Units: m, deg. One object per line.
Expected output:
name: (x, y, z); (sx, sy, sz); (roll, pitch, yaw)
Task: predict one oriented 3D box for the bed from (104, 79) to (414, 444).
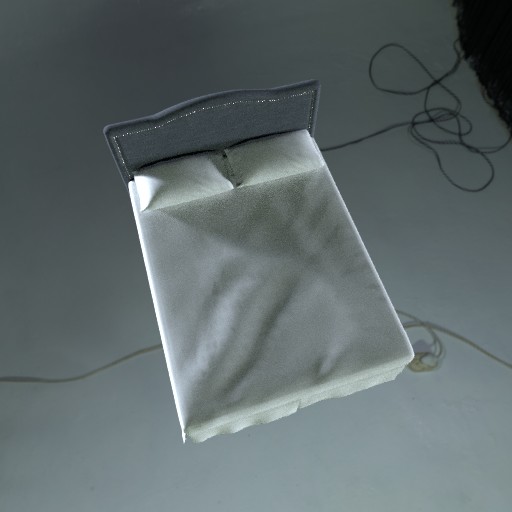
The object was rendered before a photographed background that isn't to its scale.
bed: (0.000, 0.000, 4.075); (2.161, 1.457, 2.689); (-15, 65, -8)
